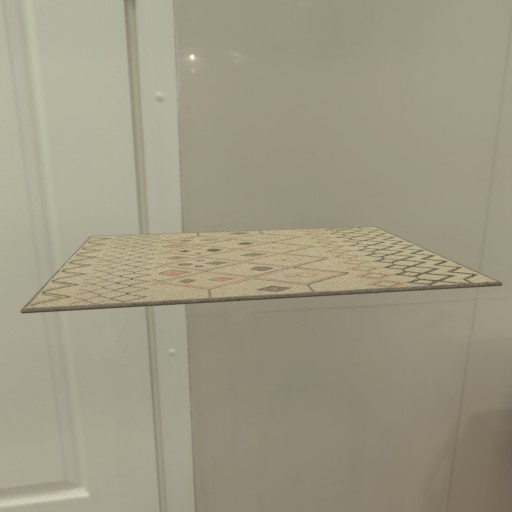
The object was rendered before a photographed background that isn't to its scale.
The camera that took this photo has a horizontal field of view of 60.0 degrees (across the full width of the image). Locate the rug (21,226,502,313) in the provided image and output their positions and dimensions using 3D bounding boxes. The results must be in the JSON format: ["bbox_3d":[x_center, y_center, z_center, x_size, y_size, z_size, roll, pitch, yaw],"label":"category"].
[{"bbox_3d":[0.000,0.000,2.233,1.829,0.016,1.219,-2,15,-9],"label":"rug"}]
